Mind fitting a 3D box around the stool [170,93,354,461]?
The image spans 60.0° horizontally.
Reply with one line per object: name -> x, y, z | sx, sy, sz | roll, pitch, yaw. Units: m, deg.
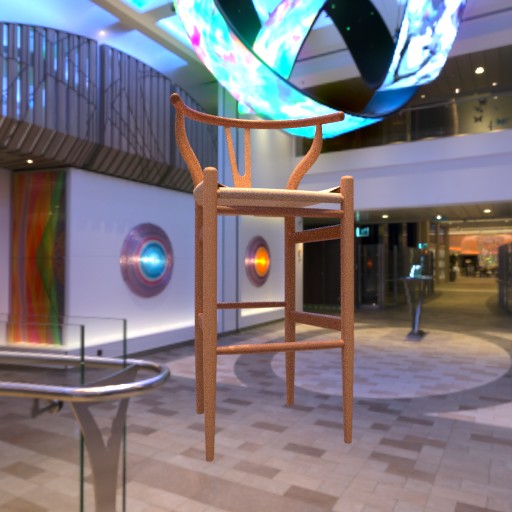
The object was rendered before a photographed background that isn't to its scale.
stool -> 0.000, 0.000, 1.453 | 0.574, 1.068, 0.561 | 0, -1, -16
